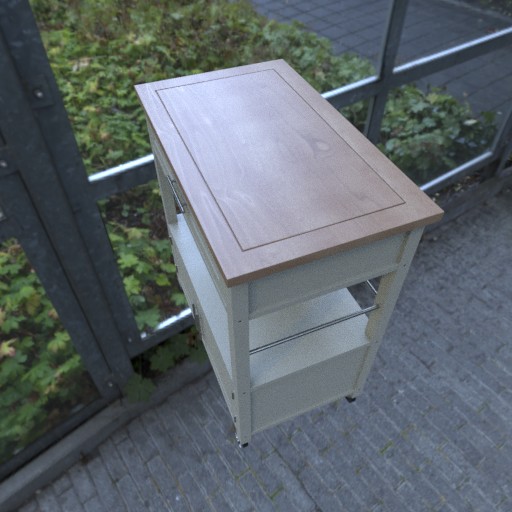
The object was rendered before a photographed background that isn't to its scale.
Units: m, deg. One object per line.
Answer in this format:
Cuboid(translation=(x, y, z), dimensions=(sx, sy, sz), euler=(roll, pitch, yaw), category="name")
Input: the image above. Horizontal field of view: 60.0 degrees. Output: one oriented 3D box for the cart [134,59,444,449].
Cuboid(translation=(0.000, 0.000, 1.409), dimensions=(0.459, 0.901, 0.840), euler=(-17, 49, -15), category="cart")
